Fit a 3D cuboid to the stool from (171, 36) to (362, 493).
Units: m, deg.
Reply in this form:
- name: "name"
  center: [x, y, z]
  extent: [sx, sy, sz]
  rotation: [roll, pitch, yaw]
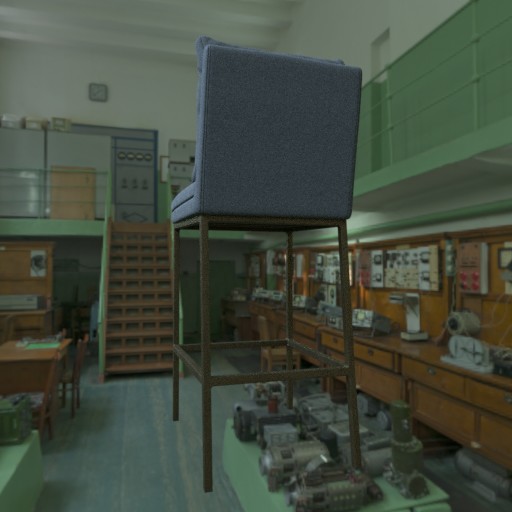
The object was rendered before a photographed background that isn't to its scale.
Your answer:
- name: "stool"
  center: [0.000, 0.000, 1.373]
  extent: [0.463, 1.130, 0.569]
  rotation: [1, -2, -17]
